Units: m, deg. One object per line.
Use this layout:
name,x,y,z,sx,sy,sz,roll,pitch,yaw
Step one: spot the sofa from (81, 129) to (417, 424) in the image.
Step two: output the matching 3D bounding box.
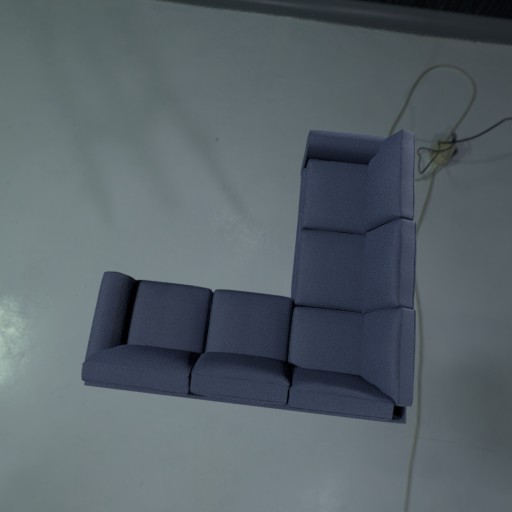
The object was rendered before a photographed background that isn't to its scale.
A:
sofa,0.000,0.000,3.939,2.562,1.042,2.487,6,75,2
